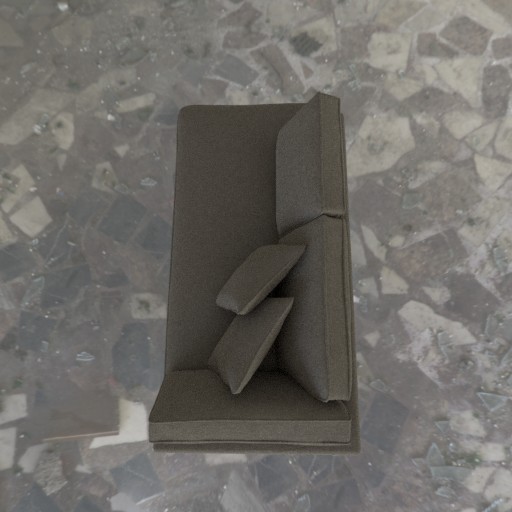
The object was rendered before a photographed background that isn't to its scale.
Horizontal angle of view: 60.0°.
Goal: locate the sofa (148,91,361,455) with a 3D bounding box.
[{"bbox_3d":[0.000,0.000,2.813,1.110,1.033,2.237,0,75,0],"label":"sofa"}]
